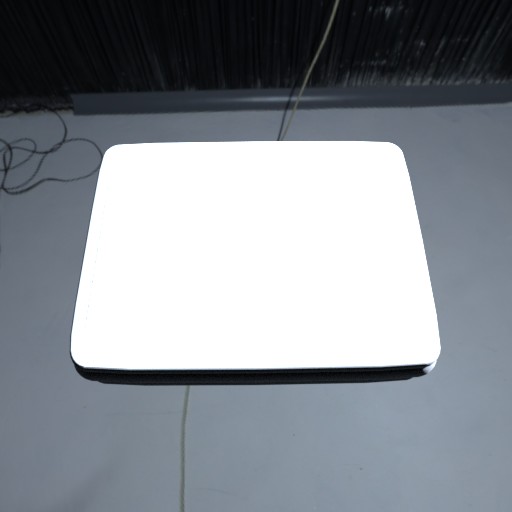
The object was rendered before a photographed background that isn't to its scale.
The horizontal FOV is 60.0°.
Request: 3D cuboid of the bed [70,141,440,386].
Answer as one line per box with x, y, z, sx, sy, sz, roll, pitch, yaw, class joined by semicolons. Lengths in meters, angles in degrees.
0.000;0.000;2.735;2.036;0.460;1.520;-1;64;0;bed
